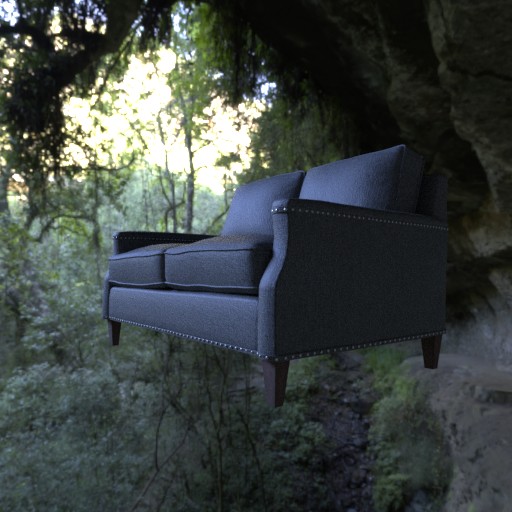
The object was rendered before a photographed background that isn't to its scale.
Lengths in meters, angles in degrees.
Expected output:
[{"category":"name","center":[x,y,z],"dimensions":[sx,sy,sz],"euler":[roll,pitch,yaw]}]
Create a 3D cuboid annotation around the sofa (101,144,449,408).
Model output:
[{"category":"sofa","center":[0.000,0.000,2.279],"dimensions":[1.084,1.003,1.597],"euler":[1,-2,-37]}]
